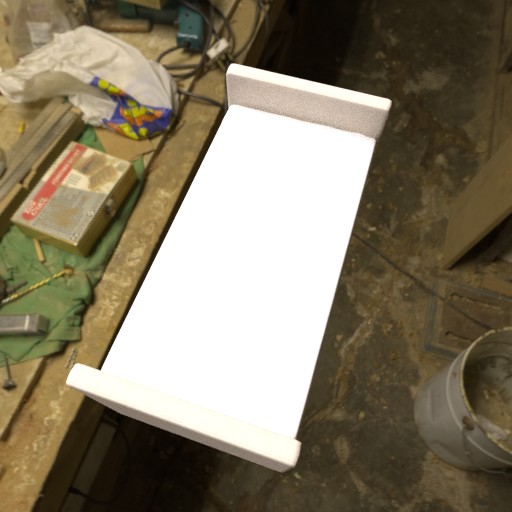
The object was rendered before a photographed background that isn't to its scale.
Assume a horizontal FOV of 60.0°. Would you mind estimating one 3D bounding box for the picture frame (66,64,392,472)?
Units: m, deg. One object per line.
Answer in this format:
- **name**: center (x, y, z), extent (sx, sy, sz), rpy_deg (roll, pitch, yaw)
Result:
- **picture frame**: center (0.000, 0.000, 2.724), extent (1.069, 0.891, 2.161), rpy_deg (16, 64, 8)
